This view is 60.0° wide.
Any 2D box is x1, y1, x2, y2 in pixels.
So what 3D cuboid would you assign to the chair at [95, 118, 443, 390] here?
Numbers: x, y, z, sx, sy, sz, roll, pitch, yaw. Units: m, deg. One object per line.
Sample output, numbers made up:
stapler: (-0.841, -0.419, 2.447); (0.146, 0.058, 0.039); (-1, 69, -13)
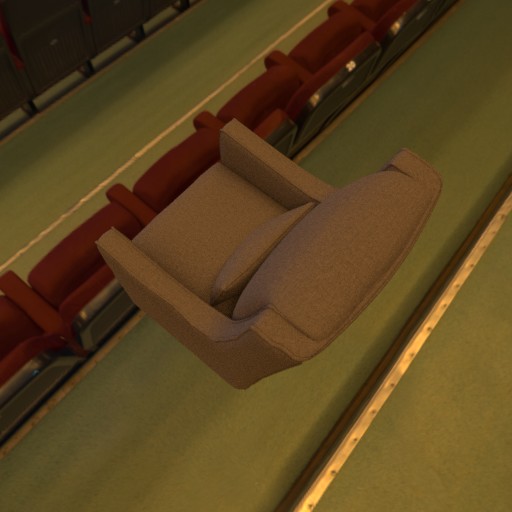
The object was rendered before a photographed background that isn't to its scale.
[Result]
chair: (0.000, 0.000, 1.612); (0.879, 0.993, 0.732); (36, 68, 17)
